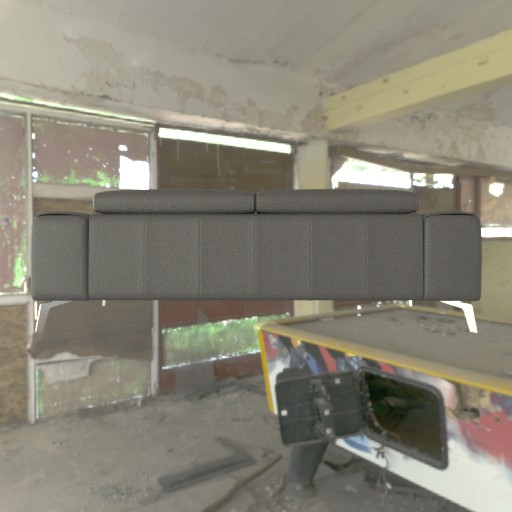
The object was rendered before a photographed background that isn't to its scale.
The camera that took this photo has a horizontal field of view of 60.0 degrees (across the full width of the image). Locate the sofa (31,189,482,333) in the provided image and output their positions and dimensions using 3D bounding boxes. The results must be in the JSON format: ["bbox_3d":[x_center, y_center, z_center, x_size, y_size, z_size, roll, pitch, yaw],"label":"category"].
[{"bbox_3d":[0.000,0.000,2.760,2.321,0.759,1.023,0,2,0],"label":"sofa"}]
